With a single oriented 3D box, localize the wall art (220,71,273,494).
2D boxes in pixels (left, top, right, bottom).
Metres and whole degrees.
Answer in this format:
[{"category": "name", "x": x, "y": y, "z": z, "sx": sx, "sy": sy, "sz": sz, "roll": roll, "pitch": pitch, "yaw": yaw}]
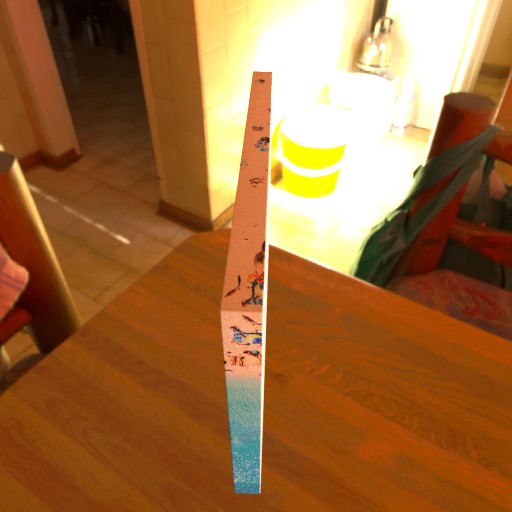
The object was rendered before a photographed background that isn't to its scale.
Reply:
[{"category": "wall art", "x": 0.000, "y": 0.000, "z": 0.753, "sx": 0.039, "sy": 0.406, "sz": 0.609, "roll": 2, "pitch": 42, "yaw": 2}]
